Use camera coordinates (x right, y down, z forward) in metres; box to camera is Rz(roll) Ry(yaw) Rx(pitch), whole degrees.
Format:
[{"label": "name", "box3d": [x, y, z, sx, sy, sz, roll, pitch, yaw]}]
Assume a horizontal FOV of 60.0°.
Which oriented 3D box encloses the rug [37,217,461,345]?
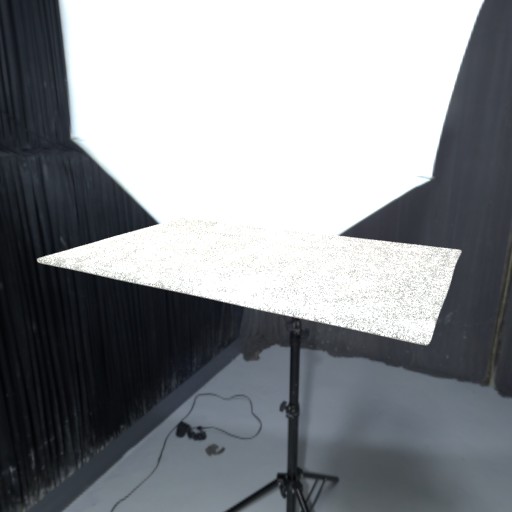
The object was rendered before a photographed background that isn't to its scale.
[{"label": "rug", "box3d": [0.000, 0.000, 2.898, 2.350, 0.025, 1.502, 9, 18, 27]}]
